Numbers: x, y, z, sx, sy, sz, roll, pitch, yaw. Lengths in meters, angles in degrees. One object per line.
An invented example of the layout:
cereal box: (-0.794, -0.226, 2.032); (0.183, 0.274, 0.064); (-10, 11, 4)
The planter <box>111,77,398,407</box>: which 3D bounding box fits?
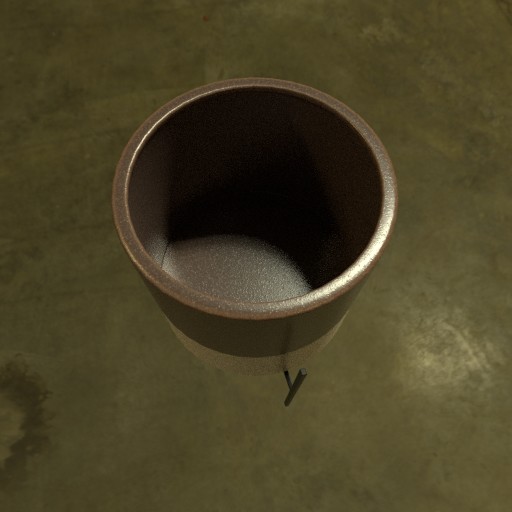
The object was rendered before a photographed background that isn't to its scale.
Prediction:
planter: (0.000, 0.000, 0.525); (0.250, 0.353, 0.260); (32, 69, 14)
